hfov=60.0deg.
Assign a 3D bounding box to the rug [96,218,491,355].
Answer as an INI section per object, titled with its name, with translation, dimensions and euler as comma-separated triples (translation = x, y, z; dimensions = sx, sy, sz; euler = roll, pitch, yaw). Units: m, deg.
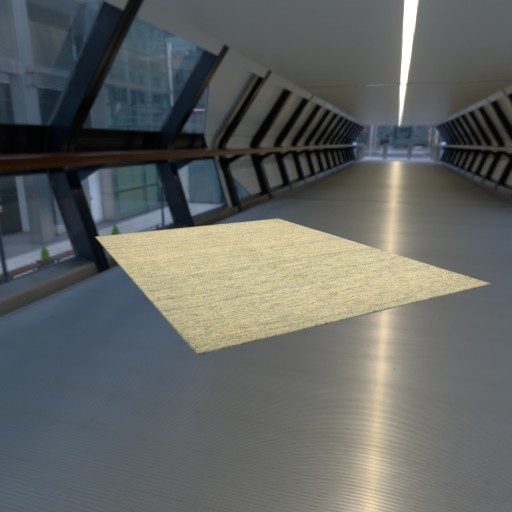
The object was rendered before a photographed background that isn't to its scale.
[rug]
translation = 0.000, 0.000, 4.256
dimensions = 2.437, 0.014, 3.201
euler = -8, 17, -27
